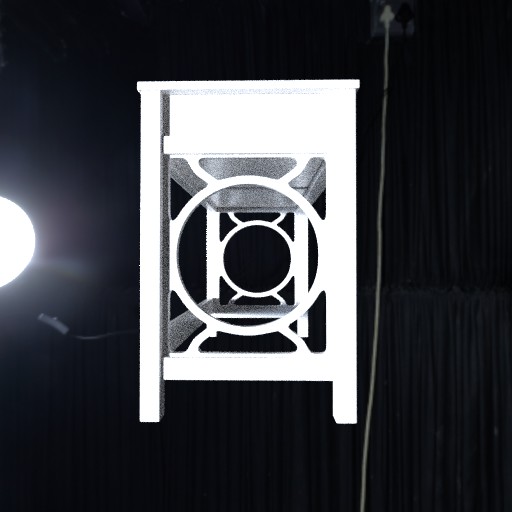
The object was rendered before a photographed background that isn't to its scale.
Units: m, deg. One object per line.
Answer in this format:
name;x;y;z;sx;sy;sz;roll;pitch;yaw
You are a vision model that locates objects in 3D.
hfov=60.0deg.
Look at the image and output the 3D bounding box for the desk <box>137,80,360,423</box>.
desk;0.000;0.000;1.573;0.504;0.762;1.191;0;-1;1
